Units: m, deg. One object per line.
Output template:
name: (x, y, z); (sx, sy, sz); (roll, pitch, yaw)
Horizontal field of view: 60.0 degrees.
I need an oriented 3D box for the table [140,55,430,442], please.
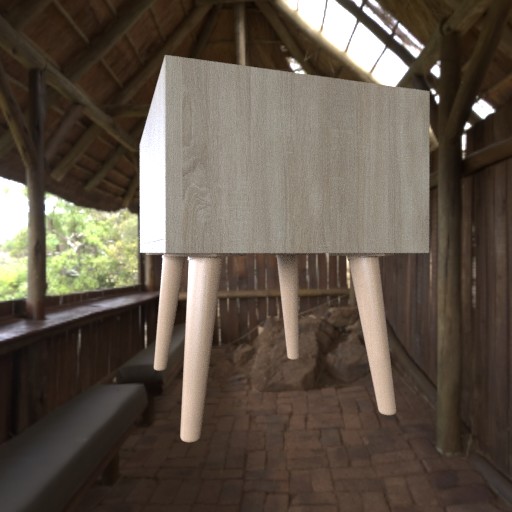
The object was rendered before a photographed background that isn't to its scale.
table: (0.000, 0.000, 0.786); (0.370, 0.470, 0.450); (0, 1, -18)
